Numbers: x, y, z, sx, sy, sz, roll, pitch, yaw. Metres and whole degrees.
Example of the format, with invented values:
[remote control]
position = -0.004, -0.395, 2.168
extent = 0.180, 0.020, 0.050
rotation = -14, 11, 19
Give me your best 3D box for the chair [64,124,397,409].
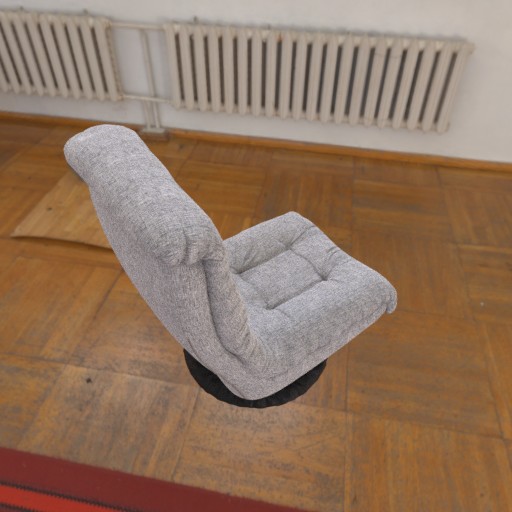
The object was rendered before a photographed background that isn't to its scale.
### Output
[chair]
position = 0.000, 0.000, 0.952
extent = 0.583, 0.600, 0.400
rotation = -24, 47, -25
